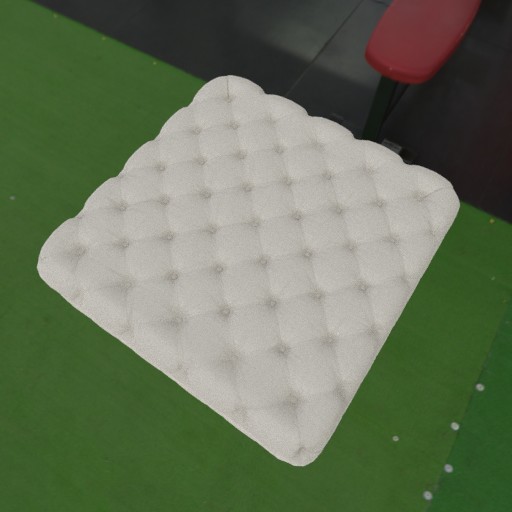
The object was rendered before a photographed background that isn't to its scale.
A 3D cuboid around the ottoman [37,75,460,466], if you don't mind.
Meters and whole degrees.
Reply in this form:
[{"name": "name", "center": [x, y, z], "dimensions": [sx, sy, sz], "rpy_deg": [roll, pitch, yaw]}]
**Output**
[{"name": "ottoman", "center": [0.000, 0.000, 1.168], "dimensions": [0.753, 0.376, 0.755], "rpy_deg": [32, 67, 15]}]
